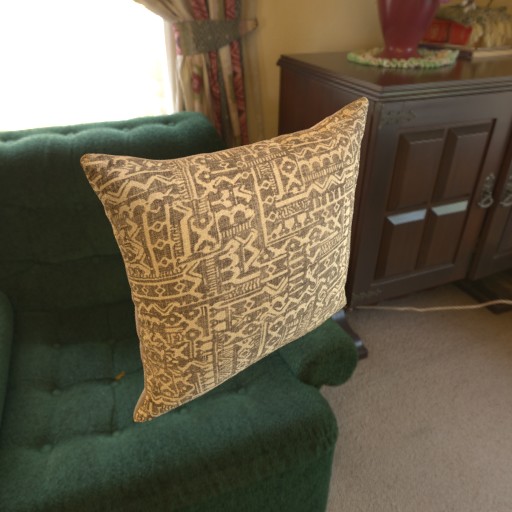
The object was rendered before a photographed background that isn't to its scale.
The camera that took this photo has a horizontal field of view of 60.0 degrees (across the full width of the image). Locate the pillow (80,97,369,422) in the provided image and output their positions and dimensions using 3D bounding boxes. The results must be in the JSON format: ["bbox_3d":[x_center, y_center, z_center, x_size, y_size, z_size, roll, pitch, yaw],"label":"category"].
[{"bbox_3d":[0.000,0.000,0.800,0.546,0.487,0.180,-23,38,-33],"label":"pillow"}]
